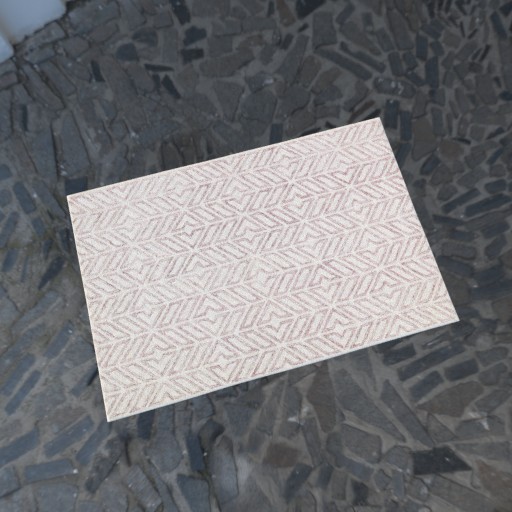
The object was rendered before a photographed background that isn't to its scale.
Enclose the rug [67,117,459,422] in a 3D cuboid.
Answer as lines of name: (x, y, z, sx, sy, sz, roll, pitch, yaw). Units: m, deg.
rug: (0.000, 0.000, 2.359, 1.828, 0.007, 1.220, -15, 76, -4)
